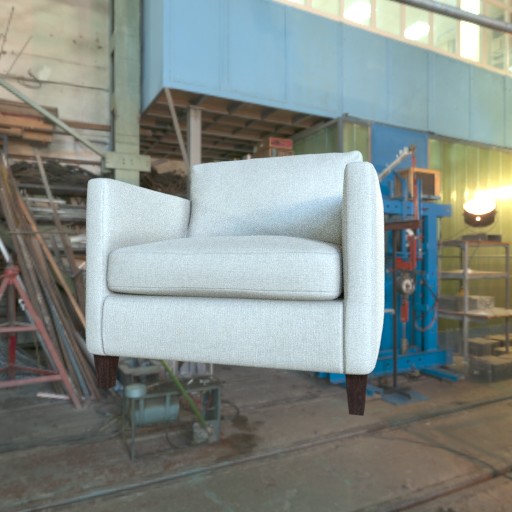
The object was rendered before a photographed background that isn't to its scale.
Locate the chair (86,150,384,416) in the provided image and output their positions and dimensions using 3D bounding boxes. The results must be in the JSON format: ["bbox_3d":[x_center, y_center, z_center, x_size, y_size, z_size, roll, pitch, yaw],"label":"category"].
[{"bbox_3d":[0.000,0.000,1.810,0.996,0.919,0.959,0,0,17],"label":"chair"}]
